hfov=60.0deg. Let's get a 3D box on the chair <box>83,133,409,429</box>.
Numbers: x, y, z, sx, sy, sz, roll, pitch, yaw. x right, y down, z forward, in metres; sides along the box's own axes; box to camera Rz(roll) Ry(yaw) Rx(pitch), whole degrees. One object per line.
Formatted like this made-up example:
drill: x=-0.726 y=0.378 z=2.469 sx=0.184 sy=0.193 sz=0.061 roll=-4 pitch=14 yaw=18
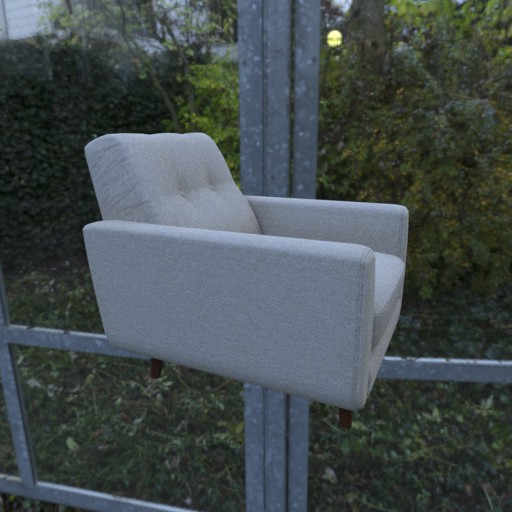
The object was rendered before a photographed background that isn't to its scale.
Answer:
chair: x=0.000 y=0.000 z=1.809 sx=1.128 sy=0.965 sz=0.897 roll=7 pitch=17 yaw=24
